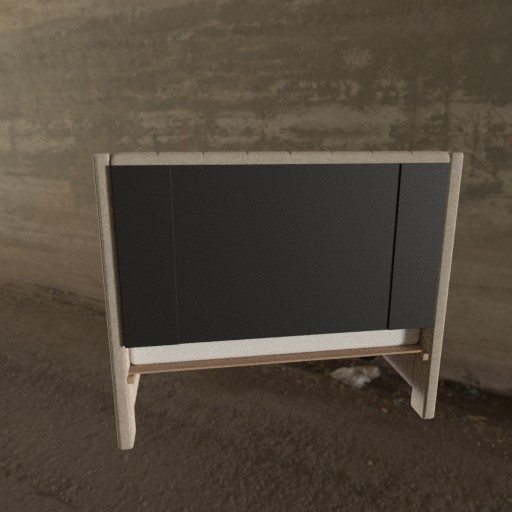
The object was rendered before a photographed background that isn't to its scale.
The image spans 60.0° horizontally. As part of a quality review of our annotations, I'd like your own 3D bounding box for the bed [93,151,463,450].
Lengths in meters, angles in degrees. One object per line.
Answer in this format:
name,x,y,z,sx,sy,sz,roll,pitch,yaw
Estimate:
bed,0.000,0.000,3.699,2.045,1.743,2.370,-2,15,-9
